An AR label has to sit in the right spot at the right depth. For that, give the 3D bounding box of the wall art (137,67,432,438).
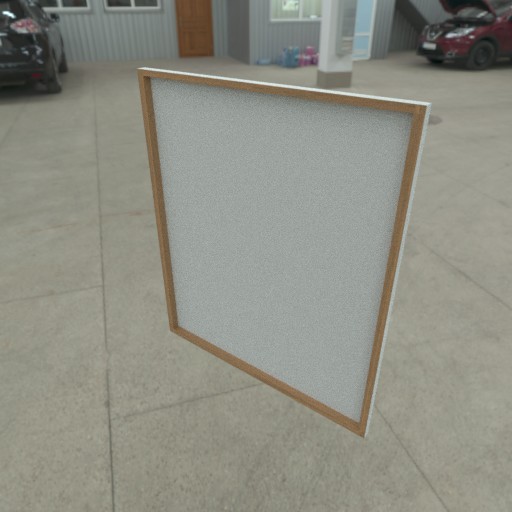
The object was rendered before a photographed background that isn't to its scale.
[{"bbox_3d":[0.000,0.000,0.961,0.609,0.710,0.021,21,36,31],"label":"wall art"}]
